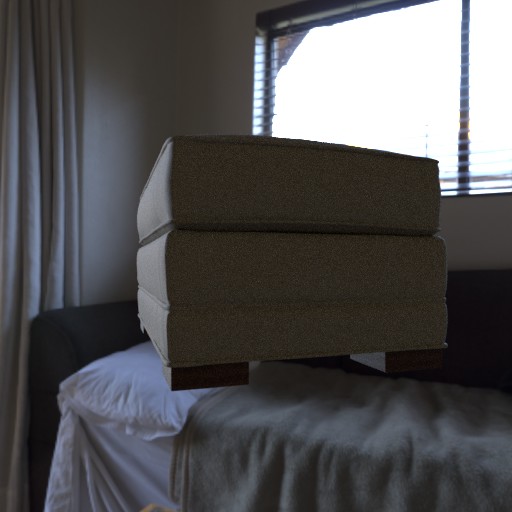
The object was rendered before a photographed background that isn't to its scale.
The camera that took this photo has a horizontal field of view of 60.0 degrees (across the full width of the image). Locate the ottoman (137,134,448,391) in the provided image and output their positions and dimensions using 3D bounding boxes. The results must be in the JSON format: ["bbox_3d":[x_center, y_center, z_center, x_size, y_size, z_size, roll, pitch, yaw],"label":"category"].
[{"bbox_3d":[0.000,0.000,1.227,0.611,0.482,0.848,0,-1,-18],"label":"ottoman"}]
